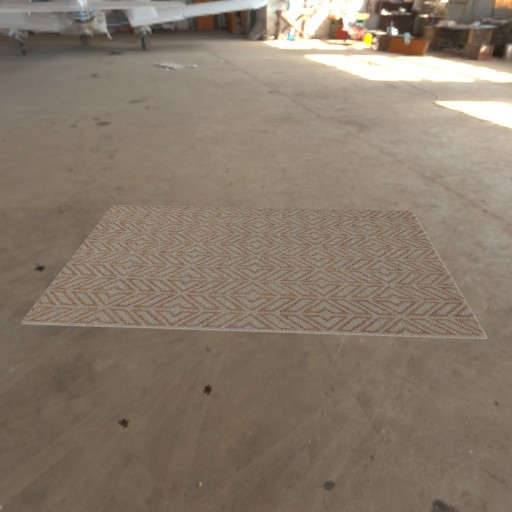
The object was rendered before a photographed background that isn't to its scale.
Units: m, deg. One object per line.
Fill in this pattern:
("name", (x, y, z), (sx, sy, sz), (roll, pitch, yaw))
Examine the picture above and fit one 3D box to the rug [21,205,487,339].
("rug", (0.000, 0.000, 2.954), (2.438, 0.008, 1.523), (1, 31, 2))
